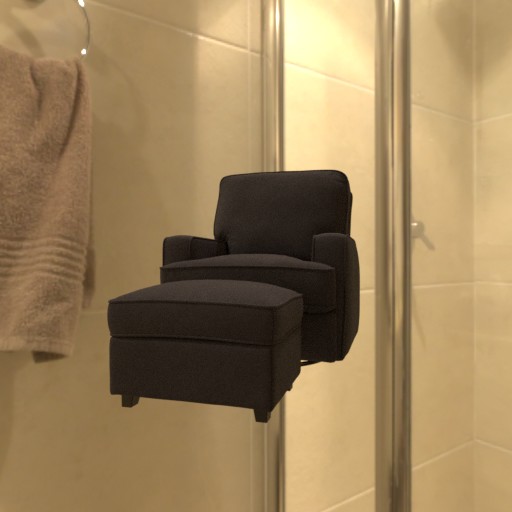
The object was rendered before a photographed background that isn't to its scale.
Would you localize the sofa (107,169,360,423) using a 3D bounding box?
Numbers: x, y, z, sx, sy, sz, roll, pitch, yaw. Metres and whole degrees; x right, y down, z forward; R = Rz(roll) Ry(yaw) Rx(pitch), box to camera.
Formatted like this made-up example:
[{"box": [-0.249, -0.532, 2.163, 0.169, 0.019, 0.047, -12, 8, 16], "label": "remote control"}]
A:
[{"box": [0.000, 0.000, 2.002, 0.861, 0.959, 1.472, 0, 0, 17], "label": "sofa"}]
